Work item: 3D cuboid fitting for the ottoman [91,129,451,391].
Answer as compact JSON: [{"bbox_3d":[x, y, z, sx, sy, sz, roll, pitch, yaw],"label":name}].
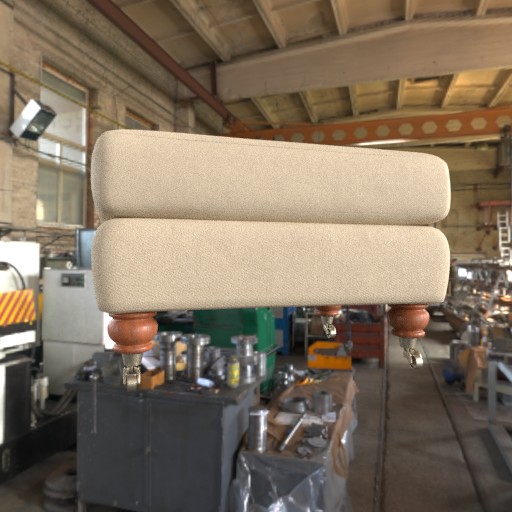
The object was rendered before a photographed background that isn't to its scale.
[{"bbox_3d":[0.000,0.000,1.135,0.773,0.504,0.569,0,-1,-16],"label":"ottoman"}]
